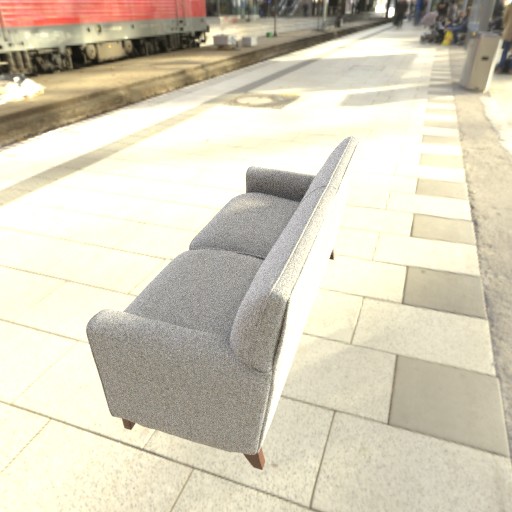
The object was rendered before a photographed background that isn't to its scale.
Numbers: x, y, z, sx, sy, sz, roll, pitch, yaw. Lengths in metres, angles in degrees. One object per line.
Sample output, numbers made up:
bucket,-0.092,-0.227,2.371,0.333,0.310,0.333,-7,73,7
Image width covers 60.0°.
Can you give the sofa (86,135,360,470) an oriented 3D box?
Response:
sofa,0.000,0.000,2.508,0.854,0.942,2.026,9,31,15
